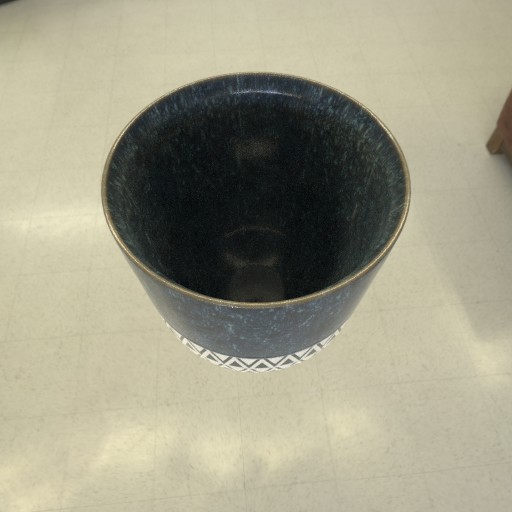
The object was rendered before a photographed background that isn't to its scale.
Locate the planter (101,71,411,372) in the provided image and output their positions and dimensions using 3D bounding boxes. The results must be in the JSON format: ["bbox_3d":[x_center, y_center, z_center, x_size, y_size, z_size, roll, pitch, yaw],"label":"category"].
[{"bbox_3d":[0.000,0.000,0.373,0.195,0.214,0.195,0,59,0],"label":"planter"}]
